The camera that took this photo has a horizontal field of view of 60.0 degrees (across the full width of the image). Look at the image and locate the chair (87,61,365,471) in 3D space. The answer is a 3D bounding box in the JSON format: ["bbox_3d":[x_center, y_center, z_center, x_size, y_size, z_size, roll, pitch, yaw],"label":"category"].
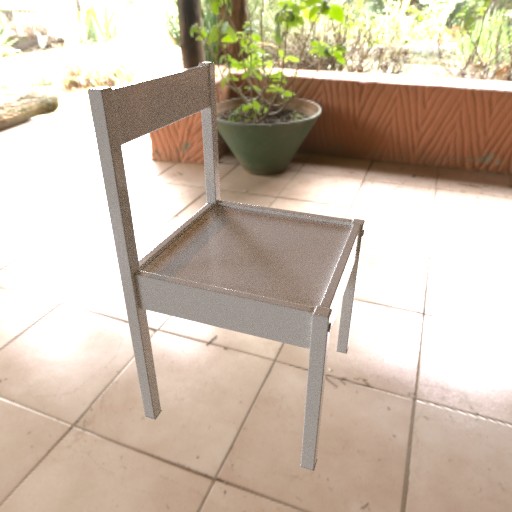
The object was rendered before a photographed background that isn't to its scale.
[{"bbox_3d":[0.000,0.000,0.671,0.285,0.505,0.285,10,31,18],"label":"chair"}]
